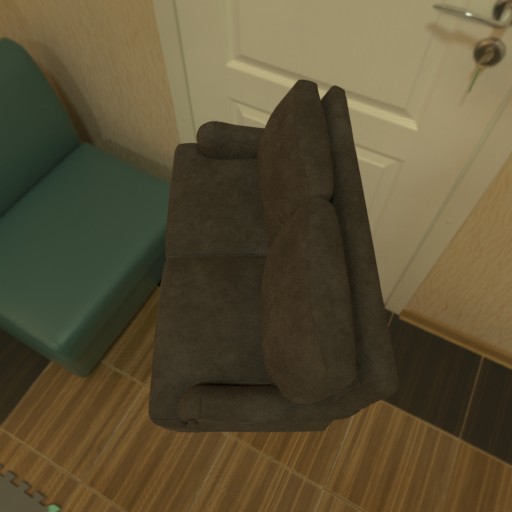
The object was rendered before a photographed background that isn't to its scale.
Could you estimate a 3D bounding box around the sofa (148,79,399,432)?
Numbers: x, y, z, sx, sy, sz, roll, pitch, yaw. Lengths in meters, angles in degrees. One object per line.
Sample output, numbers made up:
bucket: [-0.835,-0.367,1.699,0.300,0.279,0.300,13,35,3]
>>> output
sofa: [0.000,0.000,2.541,1.084,1.101,1.853,-1,59,-1]
